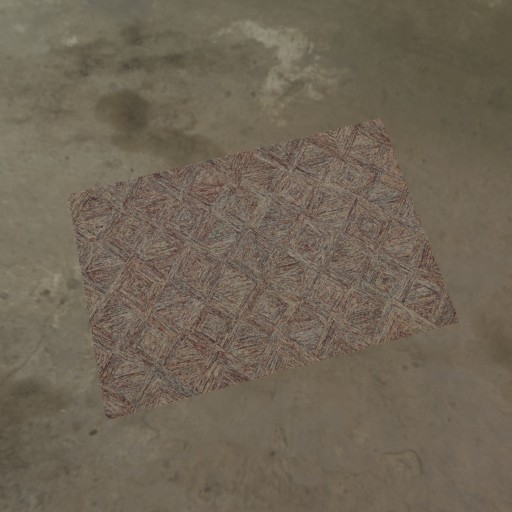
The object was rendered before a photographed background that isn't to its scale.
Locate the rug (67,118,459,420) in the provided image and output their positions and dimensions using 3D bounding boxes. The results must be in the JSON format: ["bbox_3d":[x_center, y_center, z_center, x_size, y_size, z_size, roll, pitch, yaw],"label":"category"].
[{"bbox_3d":[0.000,0.000,2.948,2.285,0.019,1.523,-15,76,-4],"label":"rug"}]
